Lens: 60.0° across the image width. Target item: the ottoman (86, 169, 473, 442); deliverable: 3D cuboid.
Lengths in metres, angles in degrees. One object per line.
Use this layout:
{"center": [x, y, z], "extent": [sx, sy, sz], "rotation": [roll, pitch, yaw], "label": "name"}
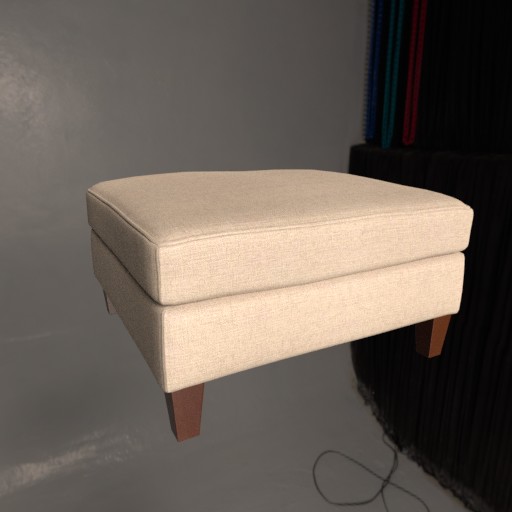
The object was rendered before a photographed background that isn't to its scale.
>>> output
{"center": [0.000, 0.000, 1.325], "extent": [0.838, 0.481, 0.838], "rotation": [-8, 18, -27], "label": "ottoman"}
